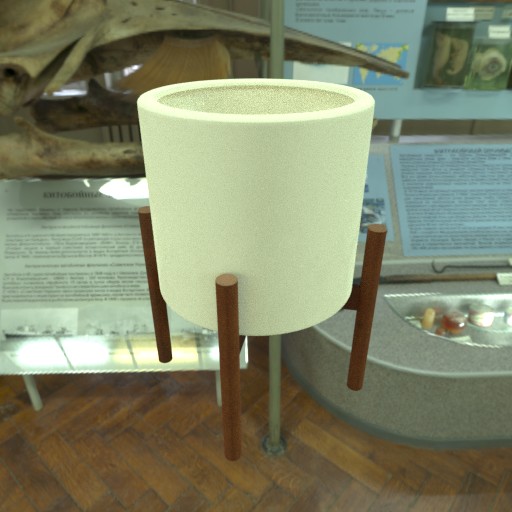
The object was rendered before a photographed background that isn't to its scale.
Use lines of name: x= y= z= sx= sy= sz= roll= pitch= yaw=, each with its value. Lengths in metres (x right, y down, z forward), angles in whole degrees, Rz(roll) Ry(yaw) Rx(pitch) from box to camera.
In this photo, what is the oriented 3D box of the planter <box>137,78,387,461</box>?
planter: x=0.000 y=0.000 z=0.513 sx=0.224 sy=0.358 sz=0.224 roll=-18 pitch=34 yaw=-29
